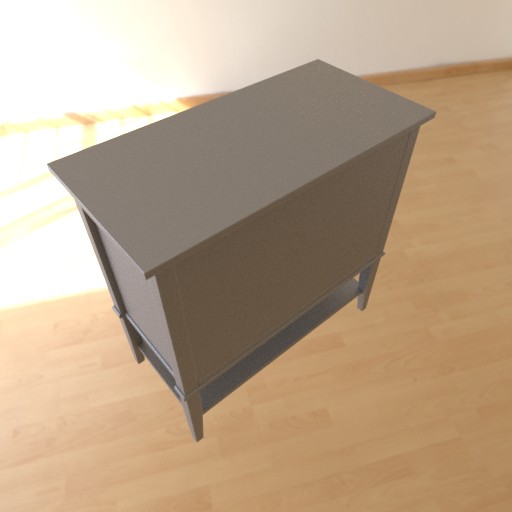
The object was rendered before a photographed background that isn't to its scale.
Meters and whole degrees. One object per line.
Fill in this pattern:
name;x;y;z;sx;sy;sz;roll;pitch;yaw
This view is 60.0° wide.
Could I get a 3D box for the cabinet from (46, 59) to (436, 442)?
cabinet;0.000;0.000;1.271;0.801;0.780;0.396;-32;54;-26
